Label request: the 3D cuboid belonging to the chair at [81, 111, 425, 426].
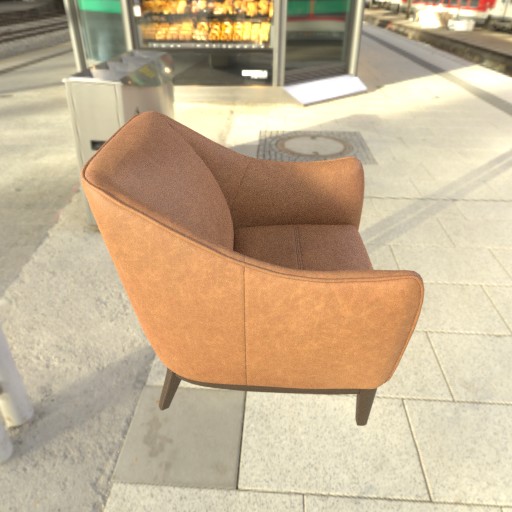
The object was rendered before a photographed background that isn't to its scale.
[{"bbox_3d":[0.000,0.000,1.504,0.852,0.830,0.871,1,31,1],"label":"chair"}]
